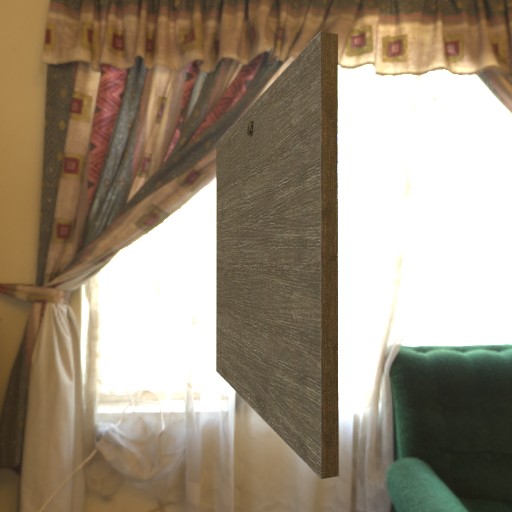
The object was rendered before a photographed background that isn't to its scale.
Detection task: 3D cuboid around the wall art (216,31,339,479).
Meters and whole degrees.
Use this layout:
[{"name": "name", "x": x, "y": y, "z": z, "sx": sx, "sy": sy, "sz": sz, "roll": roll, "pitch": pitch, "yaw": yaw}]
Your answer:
[{"name": "wall art", "x": 0.000, "y": 0.000, "z": 0.675, "sx": 0.027, "sy": 0.459, "sz": 0.462, "roll": 0, "pitch": -1, "yaw": -19}]
